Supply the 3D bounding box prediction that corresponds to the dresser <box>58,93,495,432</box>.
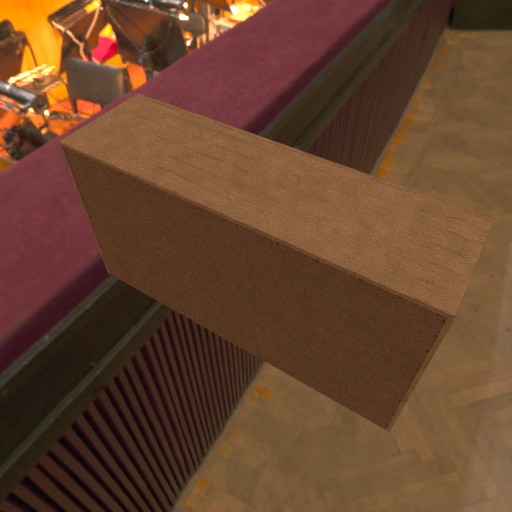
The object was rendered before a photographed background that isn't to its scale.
[{"bbox_3d":[0.000,0.000,1.998,1.628,0.889,0.483,25,52,21],"label":"dresser"}]
